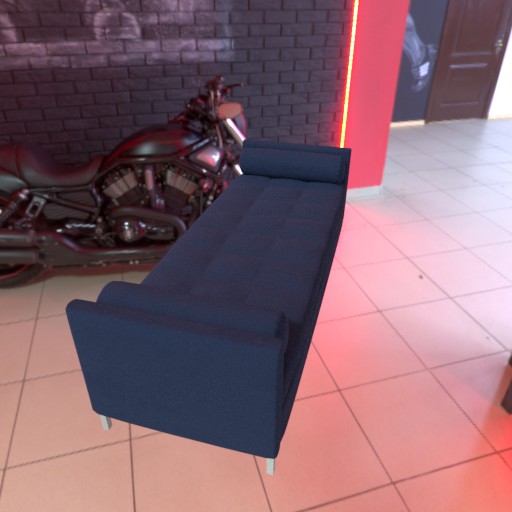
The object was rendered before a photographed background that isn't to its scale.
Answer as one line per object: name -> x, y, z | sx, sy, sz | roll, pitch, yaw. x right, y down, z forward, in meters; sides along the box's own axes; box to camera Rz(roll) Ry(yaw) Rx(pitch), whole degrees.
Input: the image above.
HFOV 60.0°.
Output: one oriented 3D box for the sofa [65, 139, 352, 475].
sofa -> 0.000, 0.000, 2.445 | 0.797, 0.657, 2.102 | 9, 32, 14
